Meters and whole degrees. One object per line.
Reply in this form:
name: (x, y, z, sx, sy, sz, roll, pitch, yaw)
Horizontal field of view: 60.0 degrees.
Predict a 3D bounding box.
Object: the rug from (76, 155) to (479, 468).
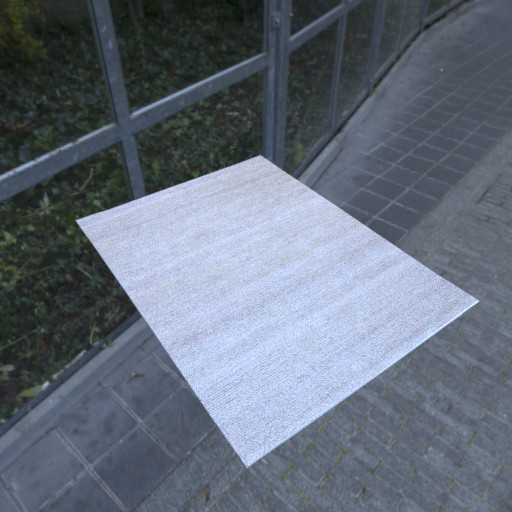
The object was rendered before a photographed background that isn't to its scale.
rug: (0.000, 0.000, 4.304, 2.467, 0.046, 3.245, -25, 47, -26)
